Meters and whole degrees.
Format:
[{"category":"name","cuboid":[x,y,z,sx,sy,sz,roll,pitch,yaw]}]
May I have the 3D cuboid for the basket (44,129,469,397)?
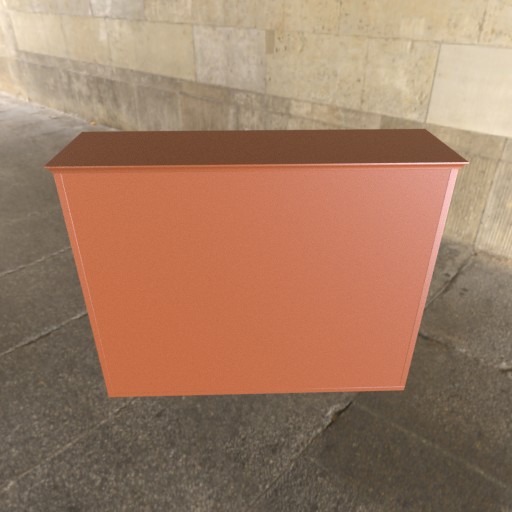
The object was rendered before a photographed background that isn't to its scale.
[{"category":"basket","cuboid":[0.000,0.000,1.147,0.792,0.625,0.376,-1,31,-1]}]
